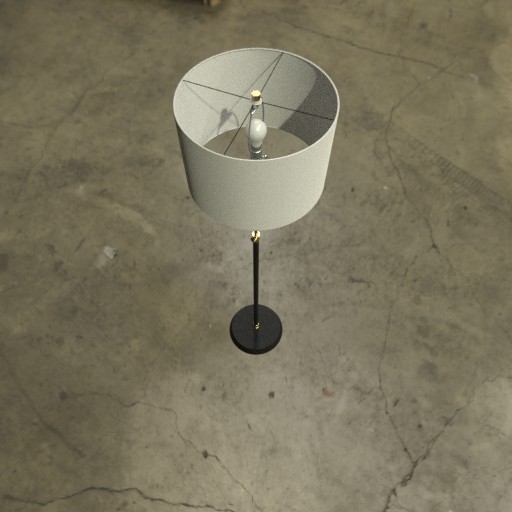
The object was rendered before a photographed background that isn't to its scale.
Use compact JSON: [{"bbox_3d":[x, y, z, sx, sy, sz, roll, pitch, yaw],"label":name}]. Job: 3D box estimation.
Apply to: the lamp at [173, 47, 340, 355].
[{"bbox_3d":[0.000,0.000,1.712,0.404,1.517,0.404,19,61,11],"label":"lamp"}]
